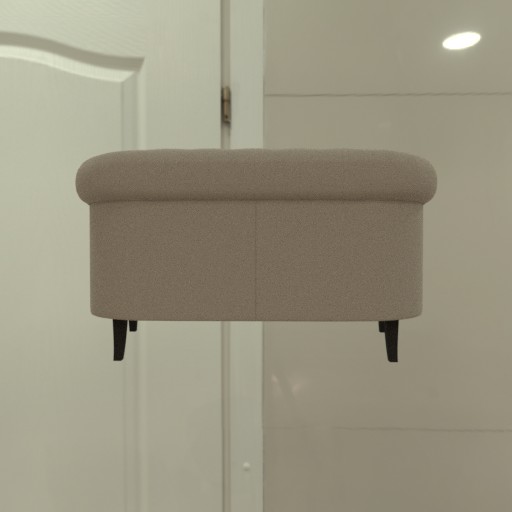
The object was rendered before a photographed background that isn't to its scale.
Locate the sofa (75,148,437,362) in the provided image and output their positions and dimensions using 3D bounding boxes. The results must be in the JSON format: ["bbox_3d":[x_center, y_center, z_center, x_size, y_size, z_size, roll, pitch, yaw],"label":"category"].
[{"bbox_3d":[0.000,0.000,2.012,1.558,0.827,0.835,0,1,1],"label":"sofa"}]
